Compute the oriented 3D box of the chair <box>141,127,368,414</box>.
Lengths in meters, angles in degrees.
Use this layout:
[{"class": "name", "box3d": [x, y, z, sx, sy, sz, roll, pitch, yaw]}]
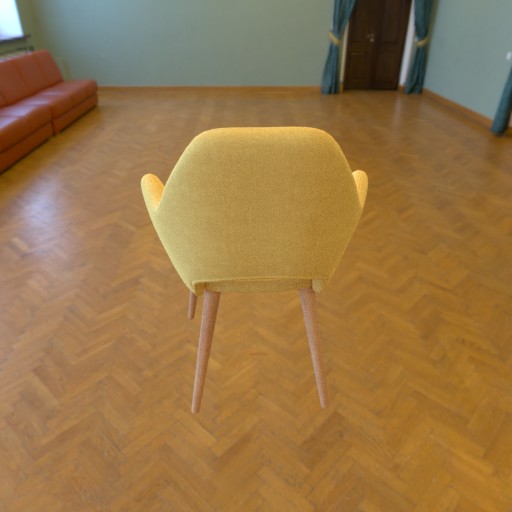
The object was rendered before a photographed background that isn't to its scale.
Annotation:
[{"class": "chair", "box3d": [0.000, 0.000, 1.226, 0.590, 0.840, 0.610, -1, 30, -2]}]
